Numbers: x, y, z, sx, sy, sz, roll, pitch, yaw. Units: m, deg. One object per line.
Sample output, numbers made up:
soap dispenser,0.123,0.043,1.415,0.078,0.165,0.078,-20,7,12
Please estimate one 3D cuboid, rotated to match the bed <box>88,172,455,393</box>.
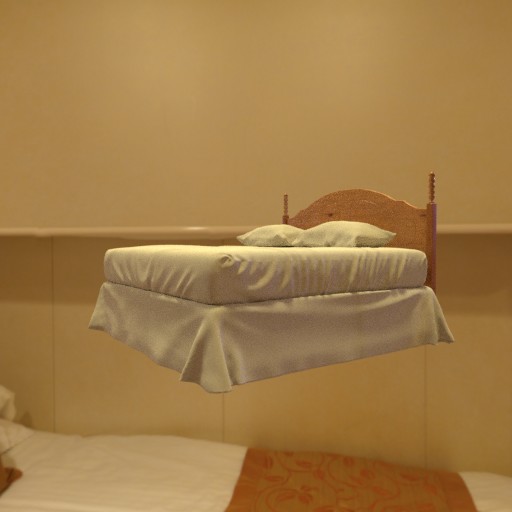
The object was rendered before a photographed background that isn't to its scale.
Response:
bed,0.000,0.000,3.711,2.219,1.355,2.322,-1,2,-35
